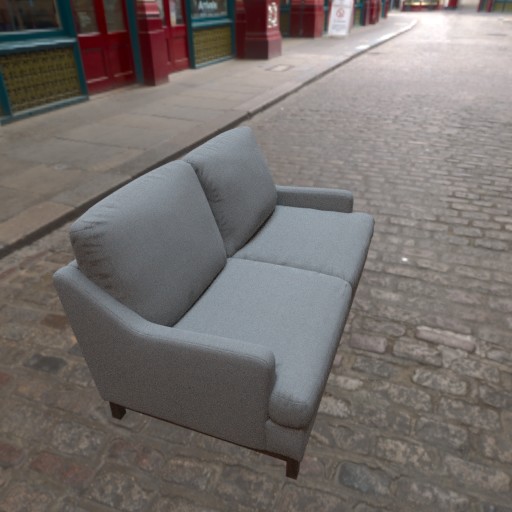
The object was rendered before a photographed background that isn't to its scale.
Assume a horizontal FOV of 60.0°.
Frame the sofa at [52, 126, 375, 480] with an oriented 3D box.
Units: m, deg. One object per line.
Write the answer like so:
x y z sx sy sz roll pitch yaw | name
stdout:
0.000 0.000 2.174 0.987 0.921 1.589 11 31 18 | sofa
